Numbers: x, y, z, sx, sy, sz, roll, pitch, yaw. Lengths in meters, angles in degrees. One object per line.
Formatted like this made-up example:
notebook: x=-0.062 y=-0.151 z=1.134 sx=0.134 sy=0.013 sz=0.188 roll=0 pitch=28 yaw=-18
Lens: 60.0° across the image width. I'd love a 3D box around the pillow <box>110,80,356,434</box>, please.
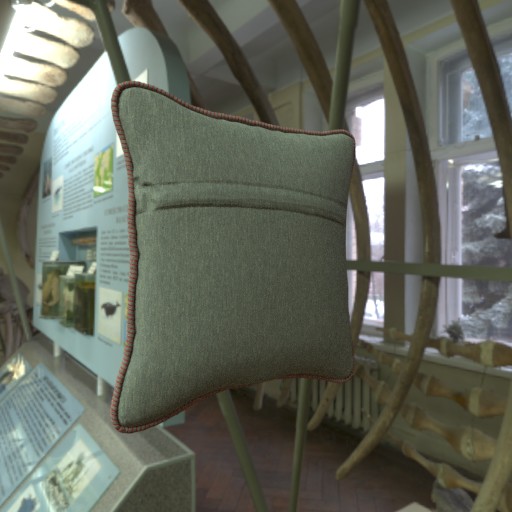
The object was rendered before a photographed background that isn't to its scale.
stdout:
pillow: x=0.000 y=0.000 z=0.739 sx=0.482 sy=0.491 sz=0.124 roll=0 pitch=0 yaw=-36
